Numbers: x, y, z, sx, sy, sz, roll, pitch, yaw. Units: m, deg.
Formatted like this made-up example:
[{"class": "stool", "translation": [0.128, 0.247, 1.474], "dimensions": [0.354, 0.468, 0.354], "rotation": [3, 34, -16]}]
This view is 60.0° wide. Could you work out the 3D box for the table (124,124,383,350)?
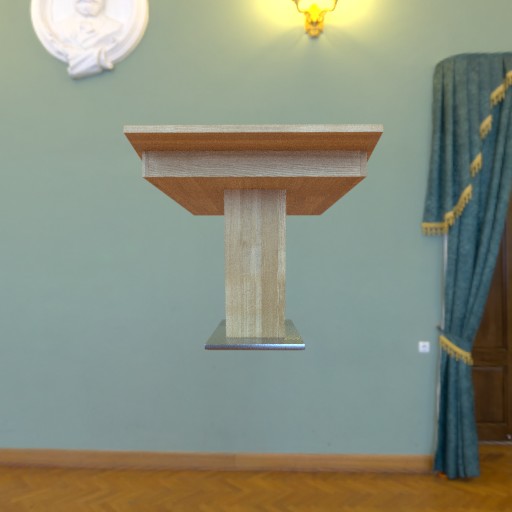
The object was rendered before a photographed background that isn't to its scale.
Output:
[{"class": "table", "translation": [0.000, 0.000, 2.108], "dimensions": [0.900, 0.748, 1.598], "rotation": [0, -1, 1]}]
